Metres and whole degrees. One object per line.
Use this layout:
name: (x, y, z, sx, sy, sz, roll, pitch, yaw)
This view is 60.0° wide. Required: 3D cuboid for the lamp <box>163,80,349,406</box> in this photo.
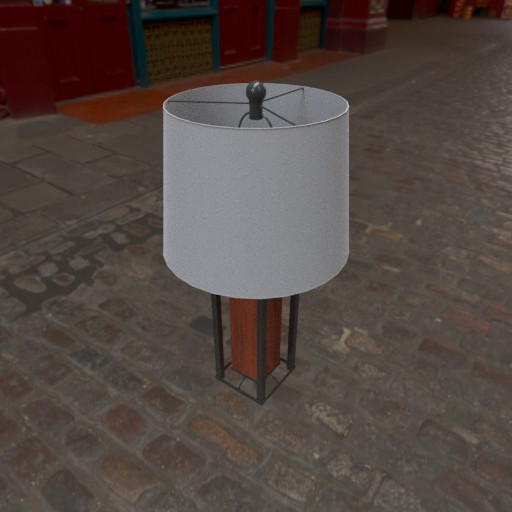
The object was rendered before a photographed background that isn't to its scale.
lamp: (0.000, 0.000, 0.789, 0.320, 0.591, 0.320, 0, 32, 0)
